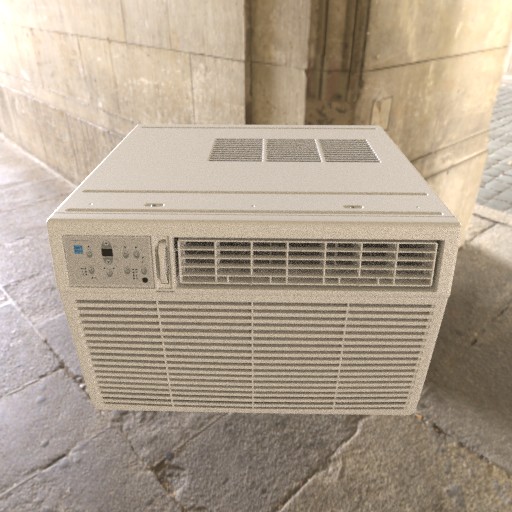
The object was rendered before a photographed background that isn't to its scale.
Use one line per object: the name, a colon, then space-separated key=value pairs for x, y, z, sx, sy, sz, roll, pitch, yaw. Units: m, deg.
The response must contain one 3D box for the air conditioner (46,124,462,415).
air conditioner: x=0.000 y=0.000 z=1.036 sx=0.645 sy=0.455 sz=0.599 roll=1 pitch=31 yaw=1
